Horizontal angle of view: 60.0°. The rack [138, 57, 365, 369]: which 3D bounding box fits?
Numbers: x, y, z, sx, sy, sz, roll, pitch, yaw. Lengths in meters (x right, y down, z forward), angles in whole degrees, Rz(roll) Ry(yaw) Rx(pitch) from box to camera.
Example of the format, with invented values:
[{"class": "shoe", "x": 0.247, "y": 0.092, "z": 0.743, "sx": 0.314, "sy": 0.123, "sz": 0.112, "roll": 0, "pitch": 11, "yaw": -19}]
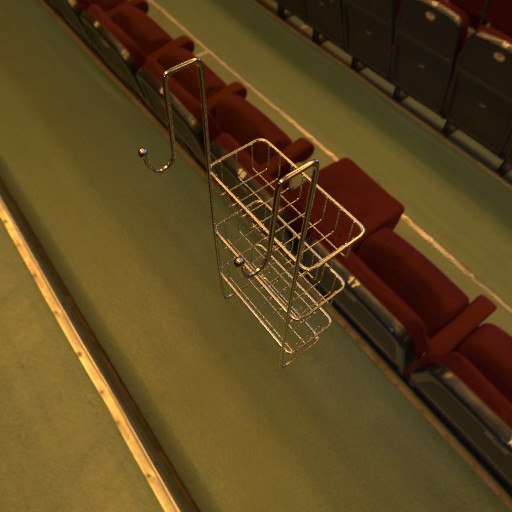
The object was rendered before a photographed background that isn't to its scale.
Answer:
[{"class": "rack", "x": 0.000, "y": 0.000, "z": 0.683, "sx": 0.202, "sy": 0.574, "sz": 0.228, "roll": -33, "pitch": 63, "yaw": -19}]
